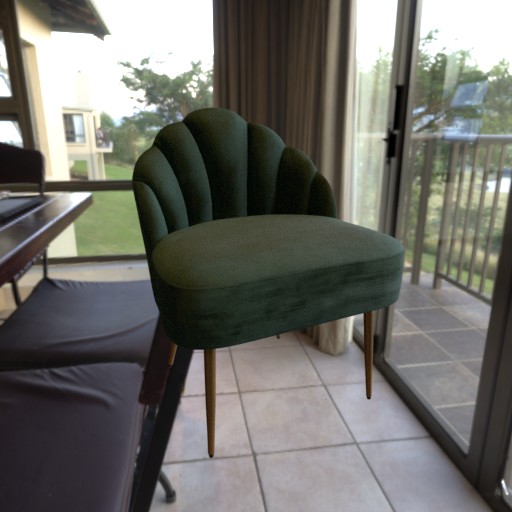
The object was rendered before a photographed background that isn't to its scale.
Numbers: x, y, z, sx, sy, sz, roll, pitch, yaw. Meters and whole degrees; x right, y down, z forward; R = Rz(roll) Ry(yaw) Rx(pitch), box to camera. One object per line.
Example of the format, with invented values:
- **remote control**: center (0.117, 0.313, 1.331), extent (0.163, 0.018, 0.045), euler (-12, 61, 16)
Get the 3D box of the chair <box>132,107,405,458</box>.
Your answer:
- **chair**: center (0.000, 0.000, 1.267), extent (0.657, 0.819, 0.599), euler (-9, 19, -27)
